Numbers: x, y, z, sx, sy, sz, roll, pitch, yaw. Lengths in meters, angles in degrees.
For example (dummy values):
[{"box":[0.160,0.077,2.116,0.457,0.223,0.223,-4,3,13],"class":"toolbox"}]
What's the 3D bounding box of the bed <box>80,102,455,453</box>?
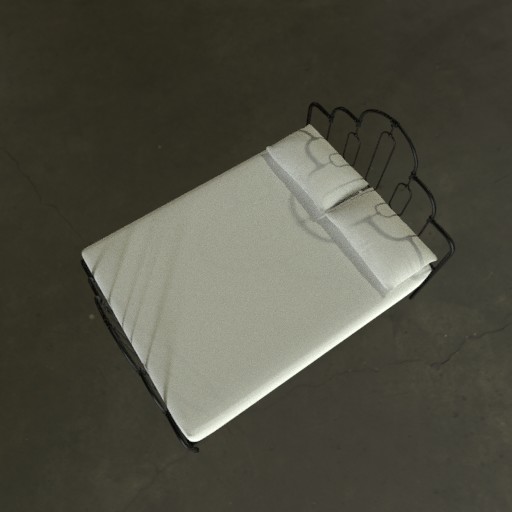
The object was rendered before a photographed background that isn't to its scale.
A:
[{"box":[0.000,0.000,3.194,2.181,1.444,1.626,-31,68,-14],"class":"bed"}]
